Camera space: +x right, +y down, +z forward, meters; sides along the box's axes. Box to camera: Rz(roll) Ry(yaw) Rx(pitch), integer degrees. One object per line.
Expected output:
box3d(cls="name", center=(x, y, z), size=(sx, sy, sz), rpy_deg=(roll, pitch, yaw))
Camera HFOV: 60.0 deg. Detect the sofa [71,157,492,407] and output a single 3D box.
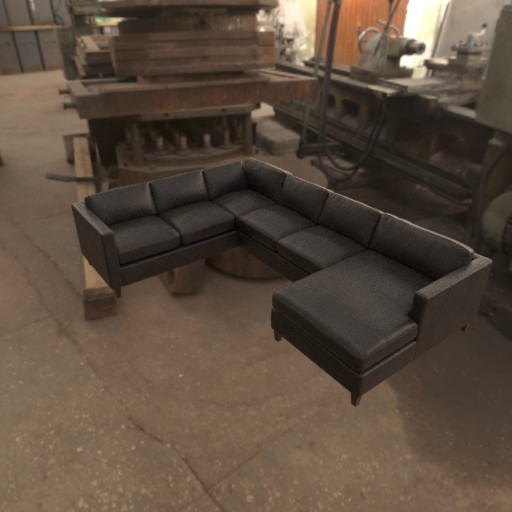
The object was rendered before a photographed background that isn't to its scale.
box3d(cls="sofa", center=(0.000, 0.000, 4.338), size=(2.452, 0.891, 3.324), rpy_deg=(-20, 35, -31))
